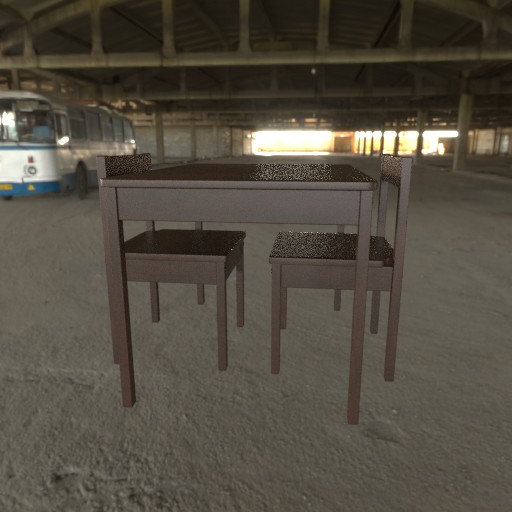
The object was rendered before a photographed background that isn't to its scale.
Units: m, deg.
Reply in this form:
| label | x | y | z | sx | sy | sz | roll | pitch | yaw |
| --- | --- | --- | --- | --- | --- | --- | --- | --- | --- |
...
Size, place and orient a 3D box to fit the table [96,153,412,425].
| label | x | y | z | sx | sy | sz | roll | pitch | yaw |
| --- | --- | --- | --- | --- | --- | --- | --- | --- | --- |
| table | 0.000 | 0.000 | 1.127 | 0.672 | 0.503 | 0.650 | 2 | 14 | 7 |
